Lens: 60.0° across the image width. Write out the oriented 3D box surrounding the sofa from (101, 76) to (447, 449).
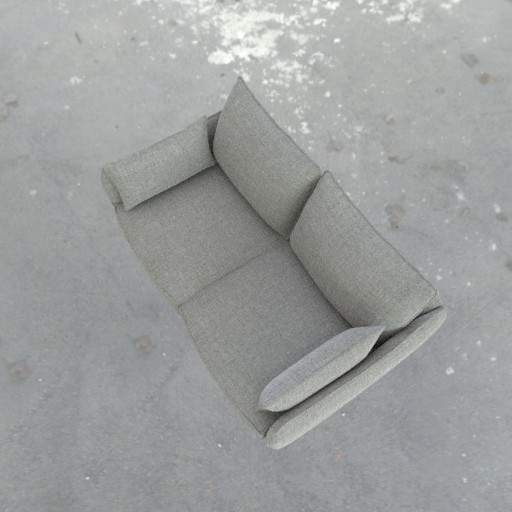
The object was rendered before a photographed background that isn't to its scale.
[{"bbox_3d":[0.000,0.000,2.185,0.972,0.851,1.580,-31,67,-15],"label":"sofa"}]
